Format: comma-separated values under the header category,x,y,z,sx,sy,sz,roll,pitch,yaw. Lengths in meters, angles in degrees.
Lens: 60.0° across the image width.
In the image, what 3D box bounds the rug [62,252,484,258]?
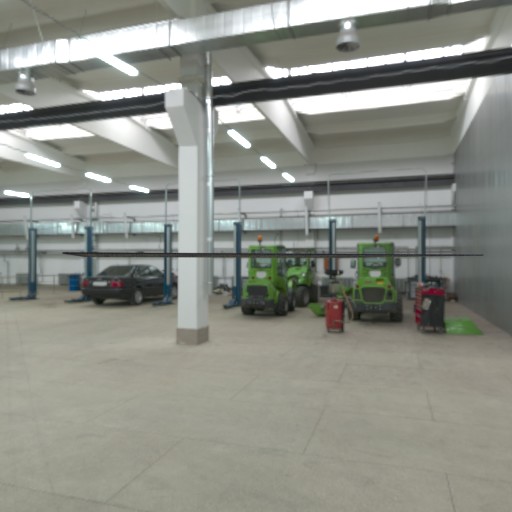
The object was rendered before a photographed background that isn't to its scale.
category,x,y,z,sx,sy,sz,roll,pitch,yaw
rug,0.000,0.000,2.965,2.232,0.009,1.630,0,-1,-18
